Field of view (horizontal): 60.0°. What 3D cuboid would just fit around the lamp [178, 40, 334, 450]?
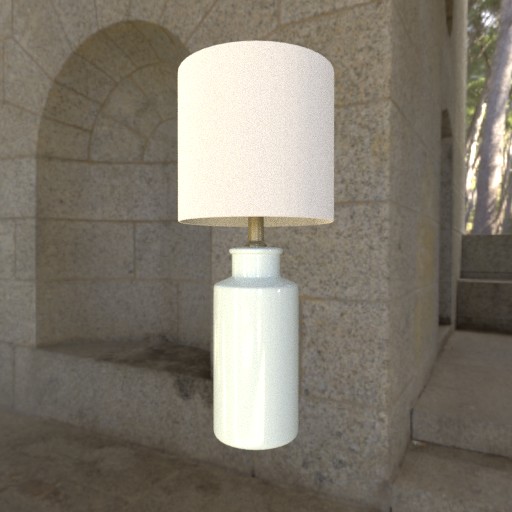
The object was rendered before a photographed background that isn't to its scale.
[{"bbox_3d":[0.000,0.000,0.613,0.212,0.493,0.212,0,1,0],"label":"lamp"}]
